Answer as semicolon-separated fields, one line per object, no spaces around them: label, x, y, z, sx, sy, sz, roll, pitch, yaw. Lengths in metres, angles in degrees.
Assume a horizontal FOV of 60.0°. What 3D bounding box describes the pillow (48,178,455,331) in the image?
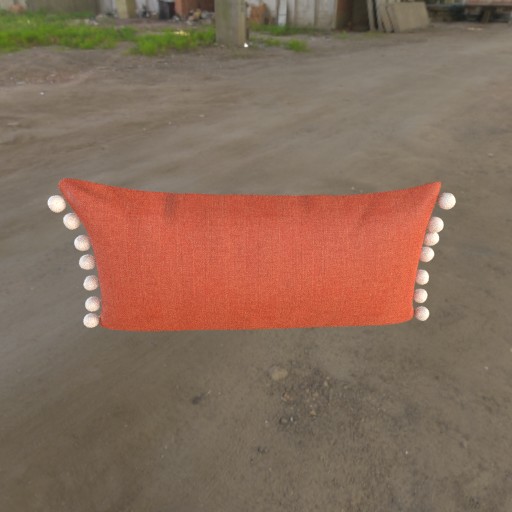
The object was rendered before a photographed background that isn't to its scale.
pillow;0.000;0.000;0.840;0.709;0.322;0.201;-1;31;-2
